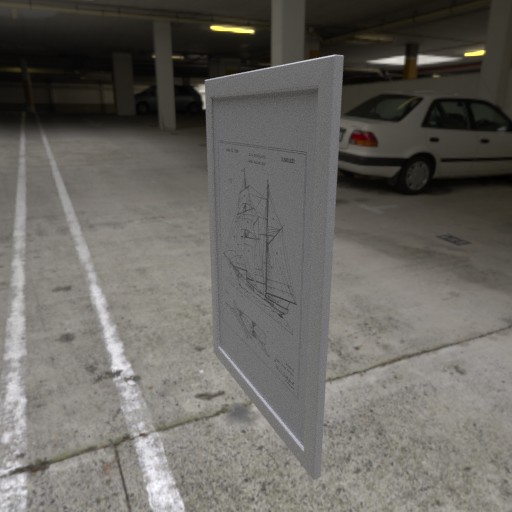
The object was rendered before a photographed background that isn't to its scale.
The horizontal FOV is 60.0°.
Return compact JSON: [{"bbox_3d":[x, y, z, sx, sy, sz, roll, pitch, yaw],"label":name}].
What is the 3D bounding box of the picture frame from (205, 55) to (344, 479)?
[{"bbox_3d":[0.000,0.000,0.690,0.012,0.534,0.381,-8,20,-25],"label":"picture frame"}]
